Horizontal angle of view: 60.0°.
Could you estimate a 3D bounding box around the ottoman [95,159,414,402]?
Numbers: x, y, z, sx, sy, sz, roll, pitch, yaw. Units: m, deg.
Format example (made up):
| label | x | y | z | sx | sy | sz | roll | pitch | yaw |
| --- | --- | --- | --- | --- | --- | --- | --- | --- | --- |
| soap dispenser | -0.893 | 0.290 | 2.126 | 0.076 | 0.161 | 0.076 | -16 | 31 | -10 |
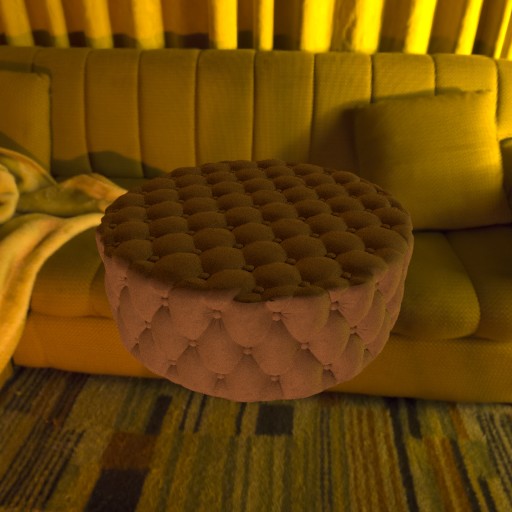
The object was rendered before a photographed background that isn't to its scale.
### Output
| label | x | y | z | sx | sy | sz | roll | pitch | yaw |
| --- | --- | --- | --- | --- | --- | --- | --- | --- | --- |
| ottoman | 0.000 | 0.000 | 1.519 | 0.998 | 0.399 | 0.998 | 0 | 31 | 0 |
